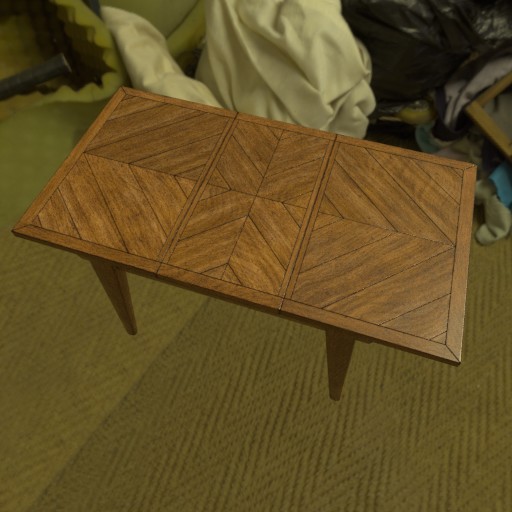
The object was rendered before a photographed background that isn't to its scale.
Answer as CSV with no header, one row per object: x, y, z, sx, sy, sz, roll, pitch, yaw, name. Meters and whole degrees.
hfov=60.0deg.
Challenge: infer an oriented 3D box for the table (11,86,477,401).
0.000,0.000,1.813,1.400,0.760,0.757,15,59,9,table
